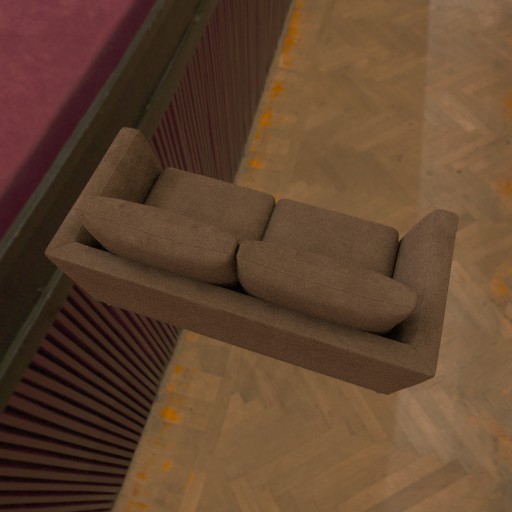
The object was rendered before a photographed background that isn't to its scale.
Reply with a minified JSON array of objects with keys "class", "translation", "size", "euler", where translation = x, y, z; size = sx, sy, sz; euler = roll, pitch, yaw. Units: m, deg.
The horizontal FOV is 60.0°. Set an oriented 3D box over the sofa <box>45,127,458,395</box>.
[{"class":"sofa","translation":[0.000,0.000,2.331],"size":[1.832,1.013,0.855],"euler":[16,63,8]}]
